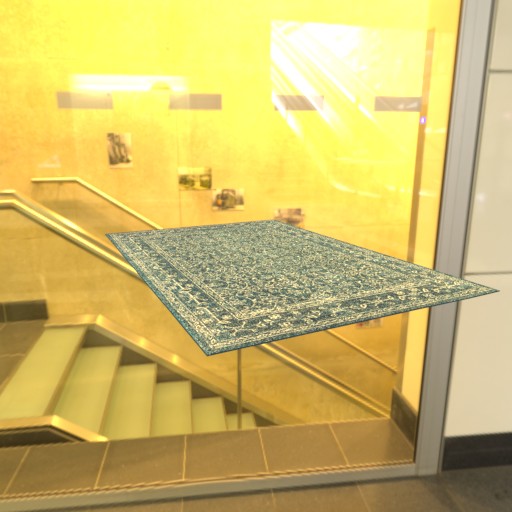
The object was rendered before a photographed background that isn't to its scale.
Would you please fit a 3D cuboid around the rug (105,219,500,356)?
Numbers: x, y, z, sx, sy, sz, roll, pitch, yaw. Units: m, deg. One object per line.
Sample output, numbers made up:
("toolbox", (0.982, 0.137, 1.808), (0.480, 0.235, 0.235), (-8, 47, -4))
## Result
("rug", (0.000, 0.000, 2.236), (1.200, 0.005, 1.819), (-7, 16, -26))
